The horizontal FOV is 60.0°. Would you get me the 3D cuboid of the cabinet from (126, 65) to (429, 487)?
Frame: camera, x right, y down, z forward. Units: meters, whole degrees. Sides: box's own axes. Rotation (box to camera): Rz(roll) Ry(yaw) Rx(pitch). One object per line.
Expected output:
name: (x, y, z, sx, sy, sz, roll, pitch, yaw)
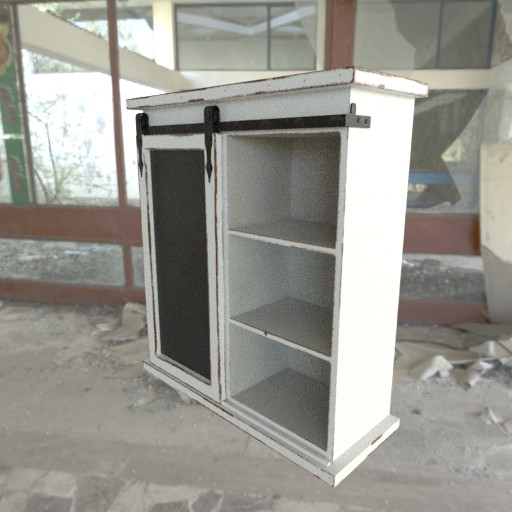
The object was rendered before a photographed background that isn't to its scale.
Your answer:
cabinet: (0.000, 0.000, 0.864, 0.541, 0.603, 0.210, 13, 19, 43)
